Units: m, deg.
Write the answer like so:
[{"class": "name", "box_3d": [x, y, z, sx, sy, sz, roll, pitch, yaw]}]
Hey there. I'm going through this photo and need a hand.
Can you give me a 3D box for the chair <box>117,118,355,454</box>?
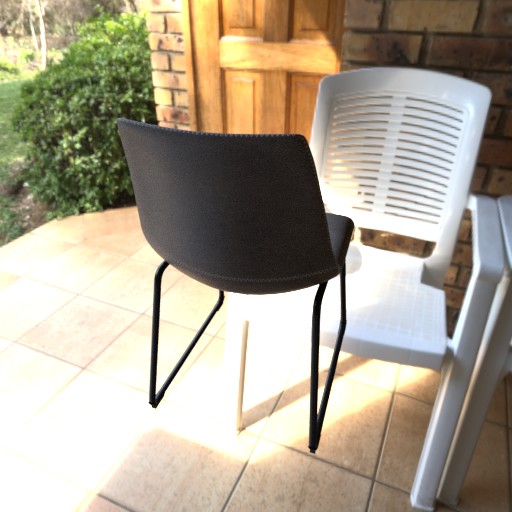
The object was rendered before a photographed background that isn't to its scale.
[{"class": "chair", "box_3d": [0.000, 0.000, 1.122, 0.460, 0.780, 0.550, 10, 33, 15]}]
